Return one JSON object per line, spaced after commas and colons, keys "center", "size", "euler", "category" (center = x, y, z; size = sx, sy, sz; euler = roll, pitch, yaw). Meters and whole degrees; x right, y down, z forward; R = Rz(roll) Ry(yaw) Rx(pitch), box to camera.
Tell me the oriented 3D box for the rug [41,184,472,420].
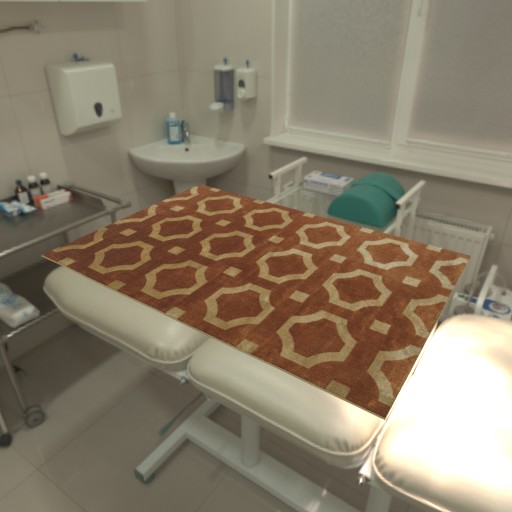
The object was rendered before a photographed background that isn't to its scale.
{"center": [0.000, 0.000, 2.843], "size": [2.286, 0.016, 1.555], "euler": [19, 35, 29], "category": "rug"}
